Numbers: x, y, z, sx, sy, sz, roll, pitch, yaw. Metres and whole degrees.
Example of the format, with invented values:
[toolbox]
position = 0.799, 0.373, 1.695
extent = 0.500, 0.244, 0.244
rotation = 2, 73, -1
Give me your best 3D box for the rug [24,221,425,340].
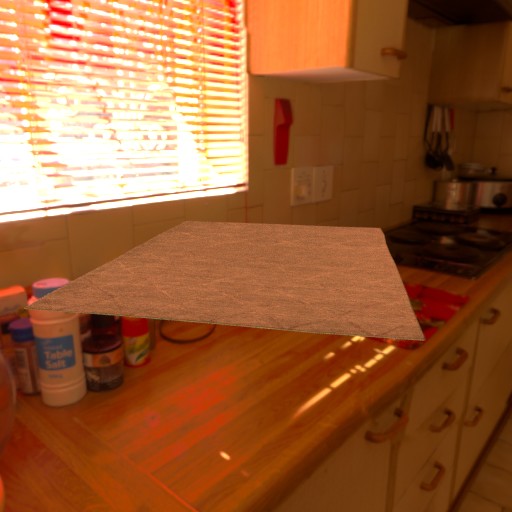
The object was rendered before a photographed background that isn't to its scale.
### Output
[rug]
position = 0.000, 0.000, 4.013
extent = 2.438, 0.013, 3.048
rotation = 3, 15, 10
